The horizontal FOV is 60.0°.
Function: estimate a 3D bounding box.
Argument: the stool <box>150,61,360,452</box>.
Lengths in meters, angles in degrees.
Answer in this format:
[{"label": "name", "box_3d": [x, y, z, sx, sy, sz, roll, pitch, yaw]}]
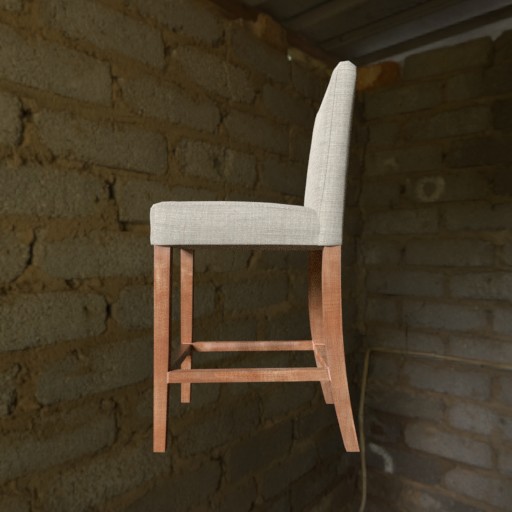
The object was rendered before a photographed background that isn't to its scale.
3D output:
[{"label": "stool", "box_3d": [0.000, 0.000, 1.379, 0.567, 1.039, 0.454, 0, 0, 1]}]
